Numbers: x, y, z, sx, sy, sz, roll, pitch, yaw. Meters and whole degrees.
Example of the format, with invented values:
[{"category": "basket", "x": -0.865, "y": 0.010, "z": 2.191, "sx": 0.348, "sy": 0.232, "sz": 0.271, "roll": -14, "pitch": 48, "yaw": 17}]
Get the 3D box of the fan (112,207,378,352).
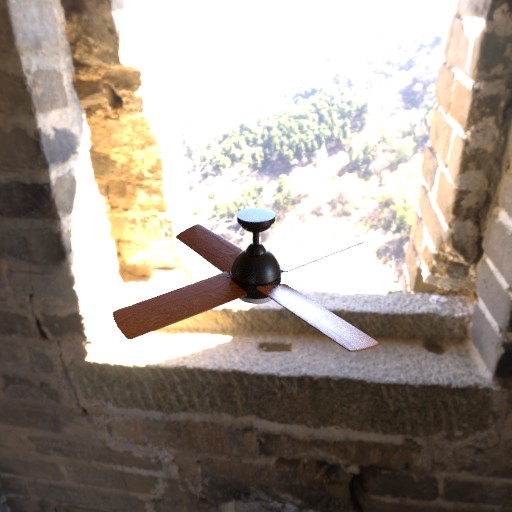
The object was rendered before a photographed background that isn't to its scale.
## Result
[{"category": "fan", "x": 0.000, "y": 0.000, "z": 2.011, "sx": 1.332, "sy": 0.403, "sz": 1.332, "roll": -19, "pitch": 32, "yaw": -32}]
